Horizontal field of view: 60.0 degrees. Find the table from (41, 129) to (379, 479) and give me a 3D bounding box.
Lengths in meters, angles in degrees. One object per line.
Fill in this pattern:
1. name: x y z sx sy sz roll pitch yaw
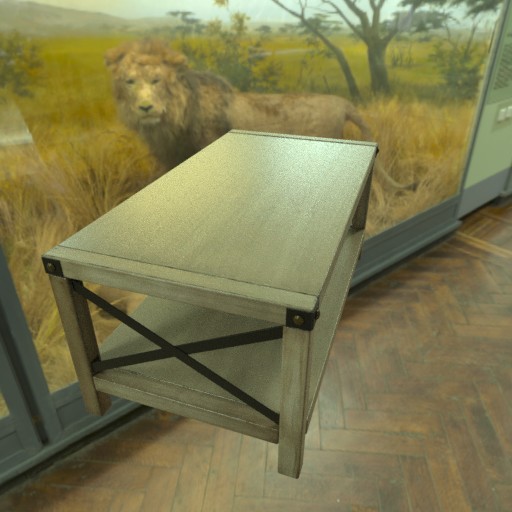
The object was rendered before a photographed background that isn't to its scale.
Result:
1. table: 0.000 0.000 1.310 0.559 0.456 1.016 10 32 16
